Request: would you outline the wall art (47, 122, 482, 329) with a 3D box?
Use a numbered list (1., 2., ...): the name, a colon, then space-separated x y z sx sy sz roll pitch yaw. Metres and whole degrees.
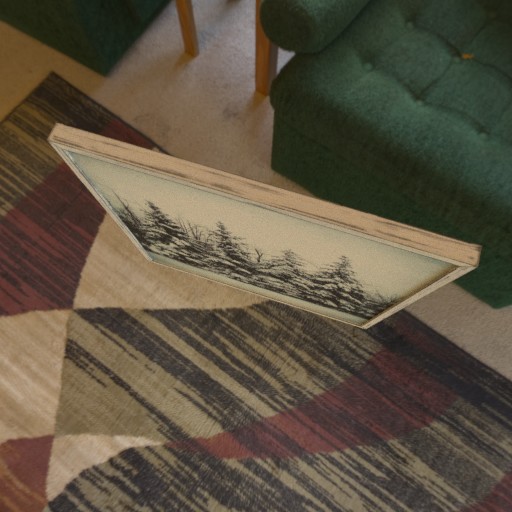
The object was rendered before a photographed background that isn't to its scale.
1. wall art: 0.000 0.000 1.114 0.761 0.761 0.037 17 74 5
